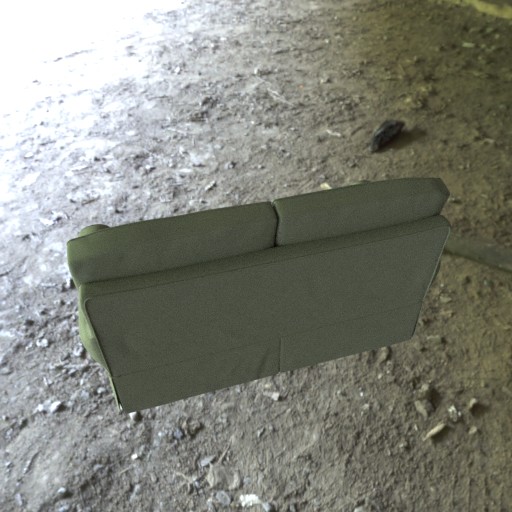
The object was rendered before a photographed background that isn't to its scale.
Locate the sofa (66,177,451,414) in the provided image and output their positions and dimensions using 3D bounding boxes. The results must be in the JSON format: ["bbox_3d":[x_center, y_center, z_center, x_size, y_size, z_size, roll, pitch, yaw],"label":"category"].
[{"bbox_3d":[0.000,0.000,2.368,1.823,1.024,0.841,-11,42,-13],"label":"sofa"}]
